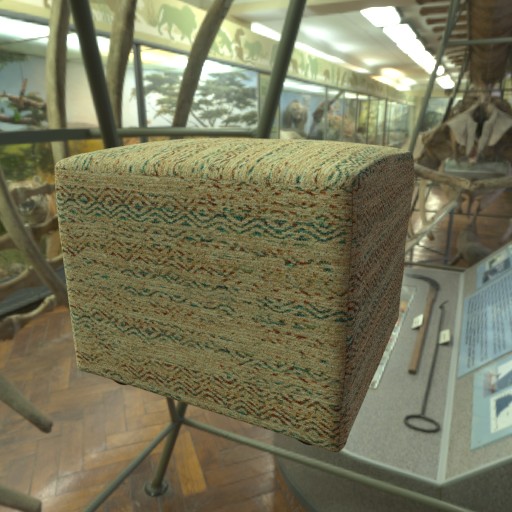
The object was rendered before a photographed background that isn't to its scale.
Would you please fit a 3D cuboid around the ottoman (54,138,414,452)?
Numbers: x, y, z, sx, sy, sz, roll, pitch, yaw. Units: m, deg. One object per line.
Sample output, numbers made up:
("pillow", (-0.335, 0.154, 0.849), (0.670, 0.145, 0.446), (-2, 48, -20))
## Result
("ottoman", (0.000, 0.000, 0.887), (0.521, 0.453, 0.512), (8, 19, 25))
